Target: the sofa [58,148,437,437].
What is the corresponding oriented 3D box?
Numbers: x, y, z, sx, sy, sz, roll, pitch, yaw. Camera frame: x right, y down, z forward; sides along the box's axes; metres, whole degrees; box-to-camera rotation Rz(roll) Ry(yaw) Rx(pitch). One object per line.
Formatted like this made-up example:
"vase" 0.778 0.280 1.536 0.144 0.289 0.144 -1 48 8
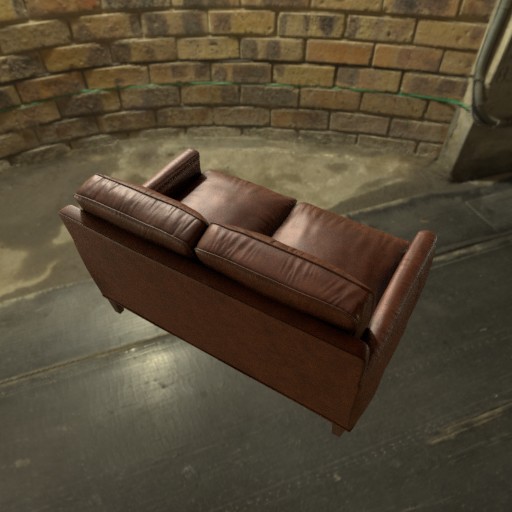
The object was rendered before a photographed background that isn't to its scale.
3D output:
"sofa" 0.000 0.000 2.327 1.628 1.003 1.083 23 50 21
